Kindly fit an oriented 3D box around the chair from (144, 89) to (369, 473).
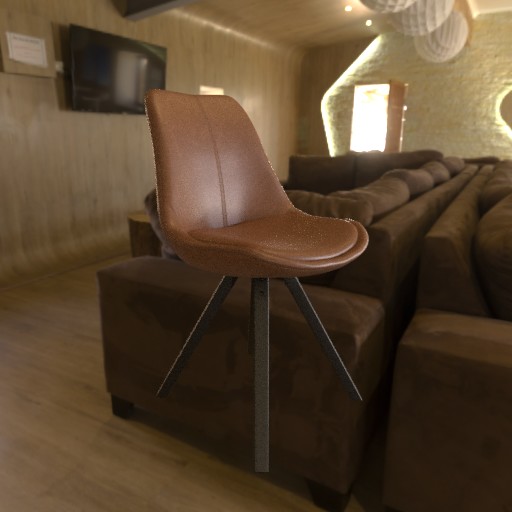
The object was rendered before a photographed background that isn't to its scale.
[{"bbox_3d":[0.000,0.000,1.174,0.550,0.850,0.475,14,21,43],"label":"chair"}]
